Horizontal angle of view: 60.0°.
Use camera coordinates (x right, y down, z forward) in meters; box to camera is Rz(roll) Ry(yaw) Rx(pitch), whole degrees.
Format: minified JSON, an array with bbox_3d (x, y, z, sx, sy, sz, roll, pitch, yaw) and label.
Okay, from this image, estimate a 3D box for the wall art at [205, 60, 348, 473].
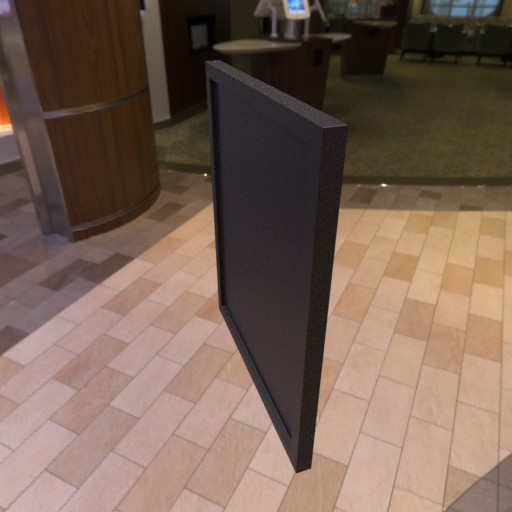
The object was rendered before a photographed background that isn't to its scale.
[{"bbox_3d":[0.000,0.000,0.758,0.028,0.559,0.457,-11,33,-17],"label":"wall art"}]
